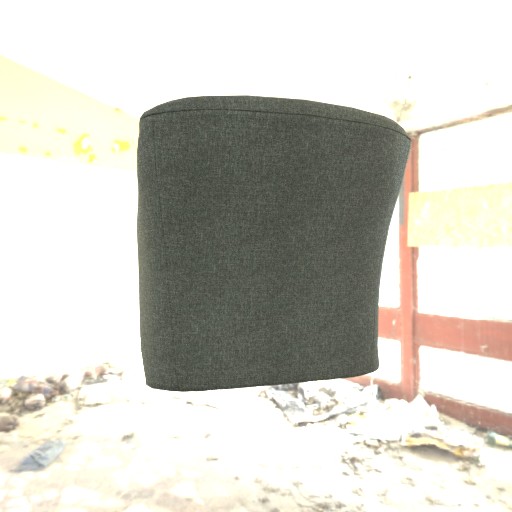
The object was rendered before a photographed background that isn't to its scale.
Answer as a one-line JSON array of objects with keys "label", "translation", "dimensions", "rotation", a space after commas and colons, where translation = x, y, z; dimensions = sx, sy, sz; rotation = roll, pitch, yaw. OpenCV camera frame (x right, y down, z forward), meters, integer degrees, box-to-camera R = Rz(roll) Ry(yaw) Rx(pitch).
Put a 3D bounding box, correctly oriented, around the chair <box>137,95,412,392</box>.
[{"label": "chair", "translation": [0.000, 0.000, 1.614], "dimensions": [0.864, 0.856, 0.923], "rotation": [0, 0, -18]}]
